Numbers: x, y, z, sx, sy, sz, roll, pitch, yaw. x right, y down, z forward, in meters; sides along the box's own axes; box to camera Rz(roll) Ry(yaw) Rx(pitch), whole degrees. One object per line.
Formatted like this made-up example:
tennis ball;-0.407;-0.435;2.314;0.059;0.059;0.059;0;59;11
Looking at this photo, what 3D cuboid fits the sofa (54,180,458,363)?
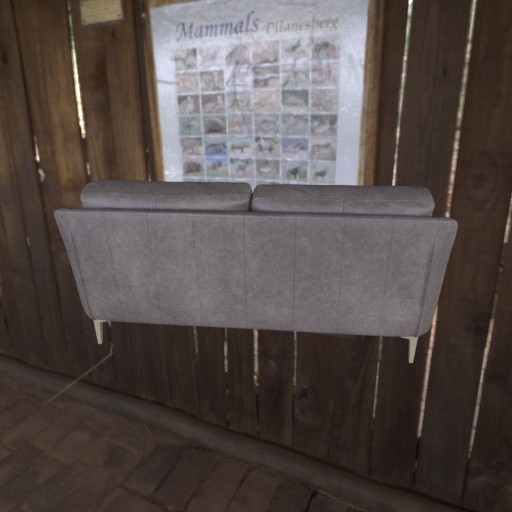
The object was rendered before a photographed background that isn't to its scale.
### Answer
sofa;0.000;0.000;2.541;2.036;0.902;0.960;2;17;7
